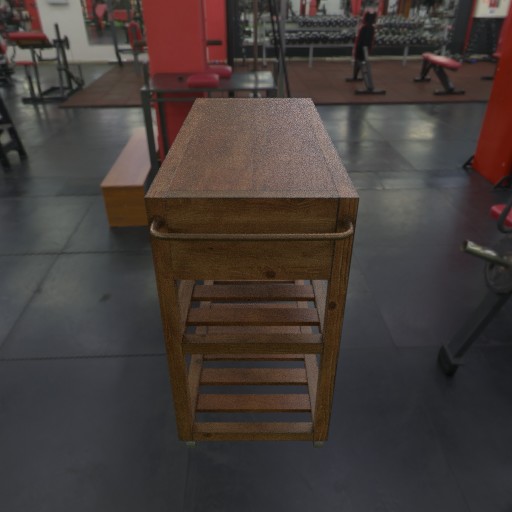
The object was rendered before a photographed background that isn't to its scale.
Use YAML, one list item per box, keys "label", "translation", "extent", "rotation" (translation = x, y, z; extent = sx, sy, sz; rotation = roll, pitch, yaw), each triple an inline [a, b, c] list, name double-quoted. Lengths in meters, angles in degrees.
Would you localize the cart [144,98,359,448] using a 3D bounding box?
- label: "cart"
  translation: [0.000, 0.000, 1.489]
  extent: [0.445, 0.830, 1.065]
  rotation: [0, 31, 0]
